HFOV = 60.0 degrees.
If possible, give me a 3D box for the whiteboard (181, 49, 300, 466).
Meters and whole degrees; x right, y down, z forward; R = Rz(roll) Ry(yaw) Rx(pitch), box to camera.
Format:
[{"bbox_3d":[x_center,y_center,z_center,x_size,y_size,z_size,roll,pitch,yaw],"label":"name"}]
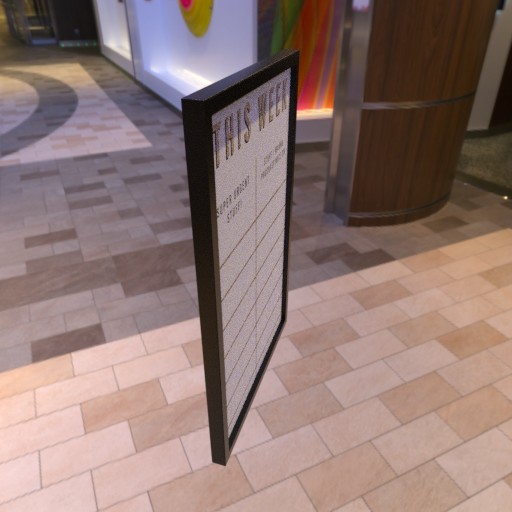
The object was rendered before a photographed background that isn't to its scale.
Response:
[{"bbox_3d":[0.000,0.000,0.770,0.026,0.611,0.406,10,33,16],"label":"whiteboard"}]
